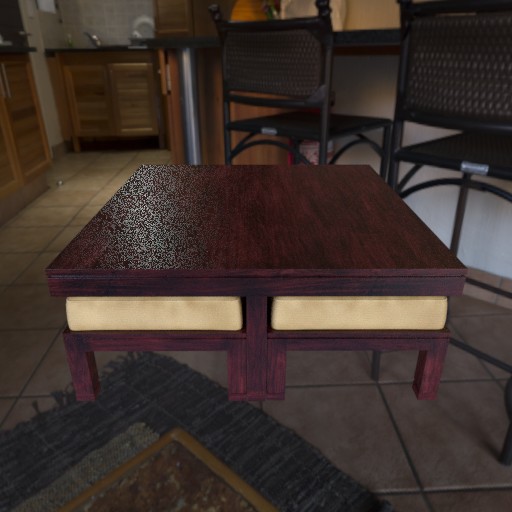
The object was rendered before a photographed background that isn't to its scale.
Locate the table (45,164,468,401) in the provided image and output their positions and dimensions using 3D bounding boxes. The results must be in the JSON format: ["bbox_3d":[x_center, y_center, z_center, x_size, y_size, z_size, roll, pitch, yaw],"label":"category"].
[{"bbox_3d":[0.000,0.000,1.372,0.865,0.356,0.865,0,26,0],"label":"table"}]
